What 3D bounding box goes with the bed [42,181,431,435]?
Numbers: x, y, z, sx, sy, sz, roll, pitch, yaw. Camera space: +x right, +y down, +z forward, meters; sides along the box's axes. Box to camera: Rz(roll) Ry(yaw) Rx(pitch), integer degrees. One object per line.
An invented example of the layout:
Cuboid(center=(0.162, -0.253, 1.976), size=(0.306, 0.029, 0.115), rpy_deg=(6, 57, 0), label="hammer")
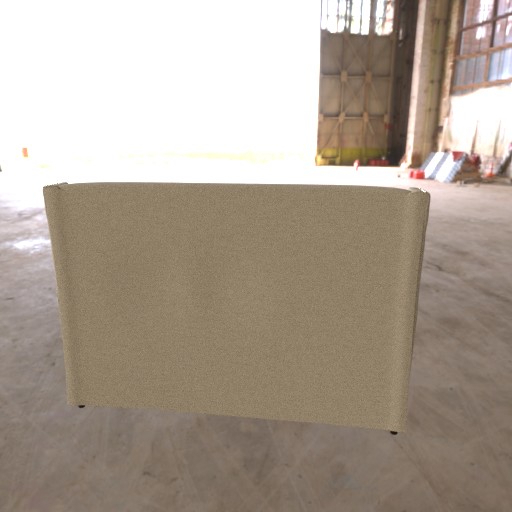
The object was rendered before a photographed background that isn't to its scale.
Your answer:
Cuboid(center=(0.000, 0.000, 3.366), size=(1.925, 1.332, 2.276), rpy_deg=(2, 16, 7), label="bed")
